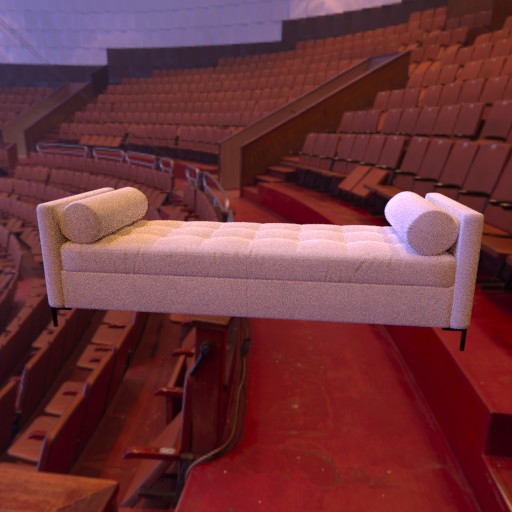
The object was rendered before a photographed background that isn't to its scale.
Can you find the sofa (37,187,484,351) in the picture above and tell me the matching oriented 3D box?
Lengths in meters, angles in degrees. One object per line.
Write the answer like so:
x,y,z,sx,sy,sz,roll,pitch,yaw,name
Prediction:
0.000,0.000,2.335,1.981,0.635,0.686,2,16,7,sofa
